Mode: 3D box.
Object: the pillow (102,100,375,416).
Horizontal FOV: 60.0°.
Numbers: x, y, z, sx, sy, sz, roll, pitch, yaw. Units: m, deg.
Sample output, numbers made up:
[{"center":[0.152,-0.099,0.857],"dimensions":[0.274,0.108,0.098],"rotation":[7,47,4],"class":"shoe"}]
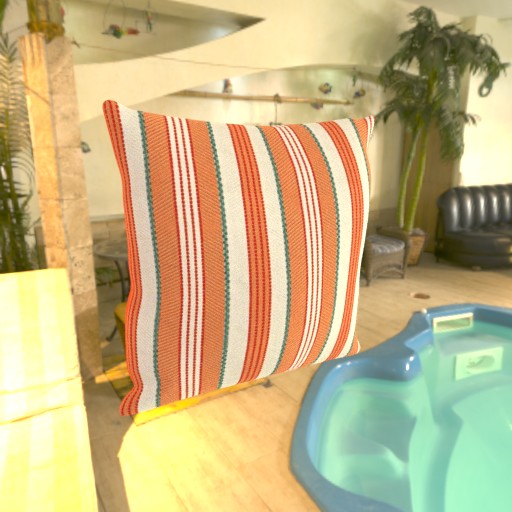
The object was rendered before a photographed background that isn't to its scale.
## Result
[{"center":[0.000,0.000,0.685],"dimensions":[0.440,0.441,0.182],"rotation":[-7,16,-26],"class":"pillow"}]
